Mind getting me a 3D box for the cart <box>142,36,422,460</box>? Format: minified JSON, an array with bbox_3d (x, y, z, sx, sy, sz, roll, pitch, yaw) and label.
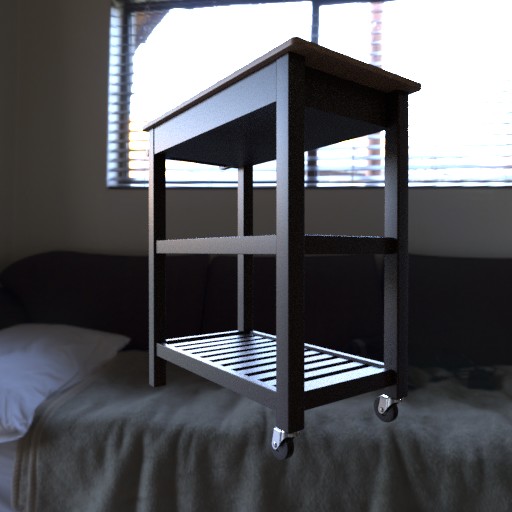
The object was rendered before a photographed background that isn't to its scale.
[{"bbox_3d":[0.000,0.000,1.421,0.457,0.927,0.899,0,1,-36],"label":"cart"}]
